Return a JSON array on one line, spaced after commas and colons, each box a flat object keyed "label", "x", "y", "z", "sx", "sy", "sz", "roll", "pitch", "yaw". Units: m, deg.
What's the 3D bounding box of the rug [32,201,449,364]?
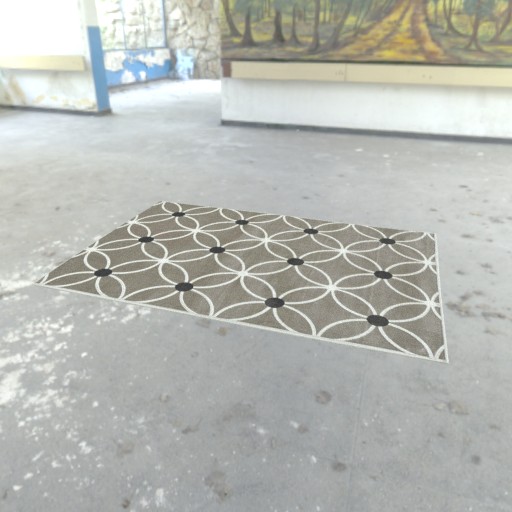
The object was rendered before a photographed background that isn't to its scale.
[{"label": "rug", "x": 0.000, "y": 0.000, "z": 2.919, "sx": 2.284, "sy": 0.008, "sz": 1.522, "roll": 8, "pitch": 28, "yaw": 16}]
